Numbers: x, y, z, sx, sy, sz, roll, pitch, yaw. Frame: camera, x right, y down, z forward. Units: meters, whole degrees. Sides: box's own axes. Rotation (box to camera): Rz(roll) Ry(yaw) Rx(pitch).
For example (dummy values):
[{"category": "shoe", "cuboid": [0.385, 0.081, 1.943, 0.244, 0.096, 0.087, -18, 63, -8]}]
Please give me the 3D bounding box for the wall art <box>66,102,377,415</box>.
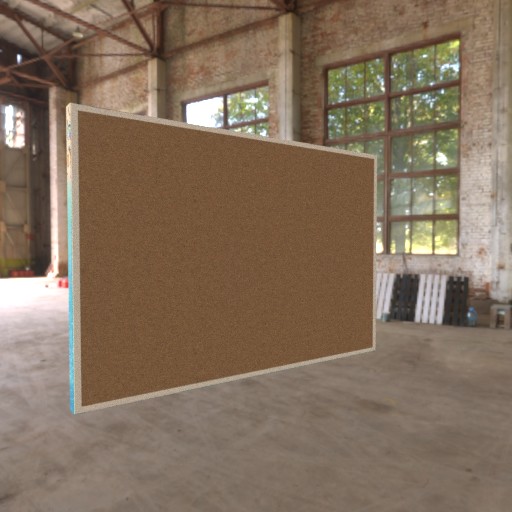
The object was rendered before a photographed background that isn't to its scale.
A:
[{"category": "wall art", "cuboid": [0.000, 0.000, 1.432, 1.136, 0.769, 0.040, -1, 2, -35]}]
